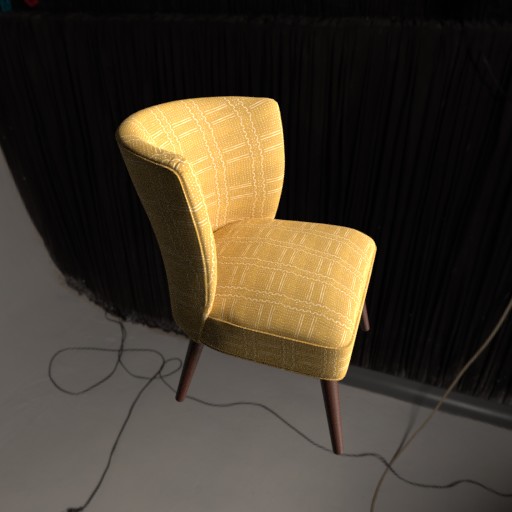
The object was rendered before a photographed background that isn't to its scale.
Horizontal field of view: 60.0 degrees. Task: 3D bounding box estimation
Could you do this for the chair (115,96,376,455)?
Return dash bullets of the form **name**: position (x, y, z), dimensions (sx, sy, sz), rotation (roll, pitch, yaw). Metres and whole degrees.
- **chair**: position (0.000, 0.000, 1.428), dimensions (0.758, 0.866, 0.706), rotation (11, 33, 17)
